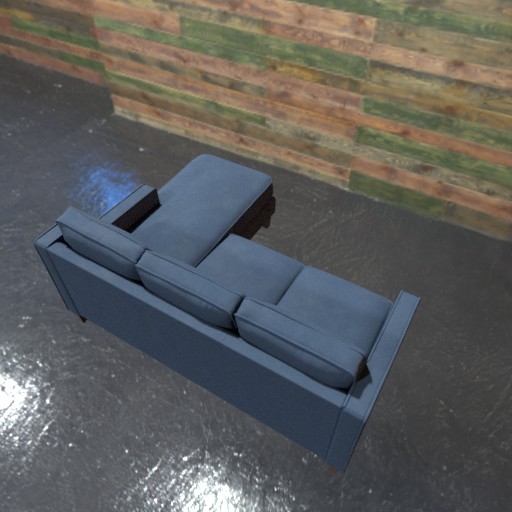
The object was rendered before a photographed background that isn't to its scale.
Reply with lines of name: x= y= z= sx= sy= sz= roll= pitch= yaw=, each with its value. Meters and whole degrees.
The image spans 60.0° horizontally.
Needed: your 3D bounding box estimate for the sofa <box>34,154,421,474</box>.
sofa: x=0.000 y=0.000 z=3.253 sx=2.317 sy=1.066 sz=1.858 roll=24 pitch=51 yaw=21
